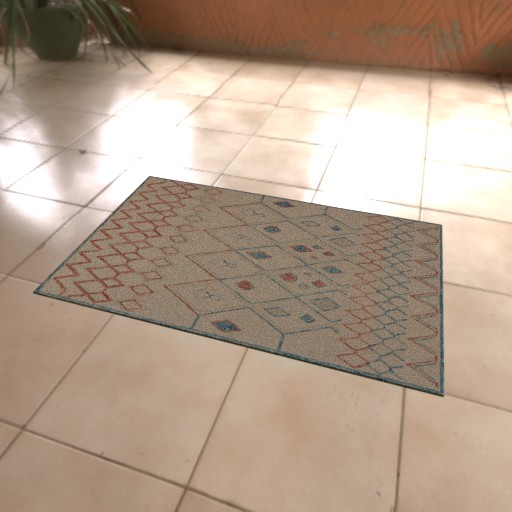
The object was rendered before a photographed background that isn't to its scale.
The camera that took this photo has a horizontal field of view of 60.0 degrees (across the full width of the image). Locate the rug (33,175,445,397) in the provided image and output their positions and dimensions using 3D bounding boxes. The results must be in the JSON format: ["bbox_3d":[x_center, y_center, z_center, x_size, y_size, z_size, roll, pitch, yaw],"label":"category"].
[{"bbox_3d":[0.000,0.000,3.034,2.438,0.015,1.524,11,41,13],"label":"rug"}]
